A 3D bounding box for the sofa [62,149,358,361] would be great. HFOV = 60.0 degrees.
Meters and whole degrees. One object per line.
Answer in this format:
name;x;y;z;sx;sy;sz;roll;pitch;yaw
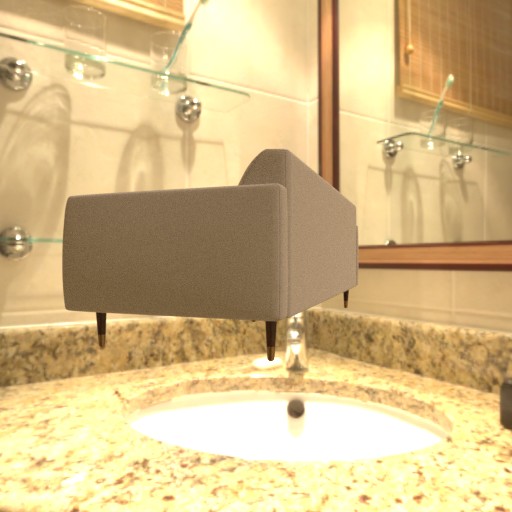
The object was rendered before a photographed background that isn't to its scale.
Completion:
sofa;0.000;0.000;2.761;0.990;0.821;2.291;0;0;20
